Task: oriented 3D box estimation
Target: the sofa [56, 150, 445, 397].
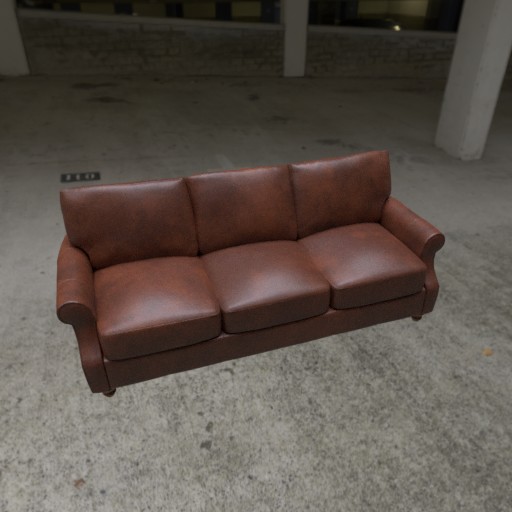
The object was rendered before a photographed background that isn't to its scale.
[{"bbox_3d":[0.000,0.000,2.840,2.351,0.977,0.973,-10,33,-16],"label":"sofa"}]
